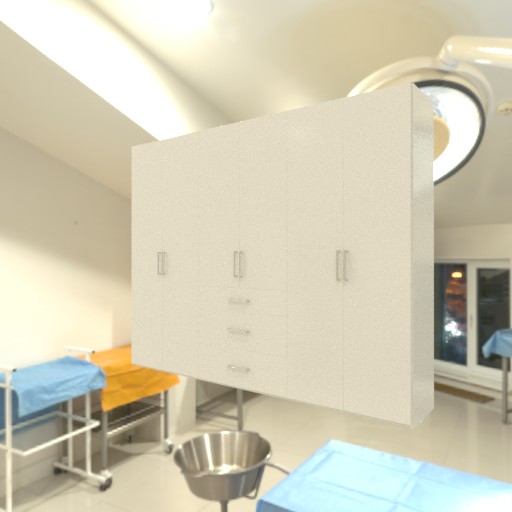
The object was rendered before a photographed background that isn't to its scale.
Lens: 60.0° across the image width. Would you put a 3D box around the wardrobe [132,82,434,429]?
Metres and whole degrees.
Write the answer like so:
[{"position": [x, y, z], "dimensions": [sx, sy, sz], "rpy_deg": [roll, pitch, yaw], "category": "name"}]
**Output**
[{"position": [0.000, 0.000, 4.094], "dimensions": [3.000, 2.360, 0.580], "rpy_deg": [0, 0, 37], "category": "wardrobe"}]
